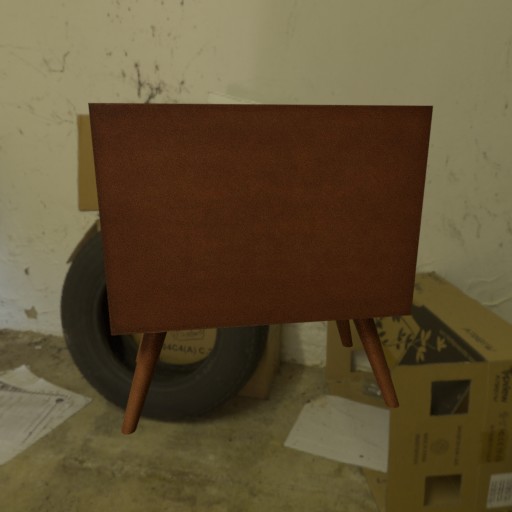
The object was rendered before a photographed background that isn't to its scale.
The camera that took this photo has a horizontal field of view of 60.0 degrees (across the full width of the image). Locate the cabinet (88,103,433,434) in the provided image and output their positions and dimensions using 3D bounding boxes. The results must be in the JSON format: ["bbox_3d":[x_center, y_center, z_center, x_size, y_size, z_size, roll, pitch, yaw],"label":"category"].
[{"bbox_3d":[0.000,0.000,1.183,0.712,0.748,0.388,-2,16,-8],"label":"cabinet"}]
